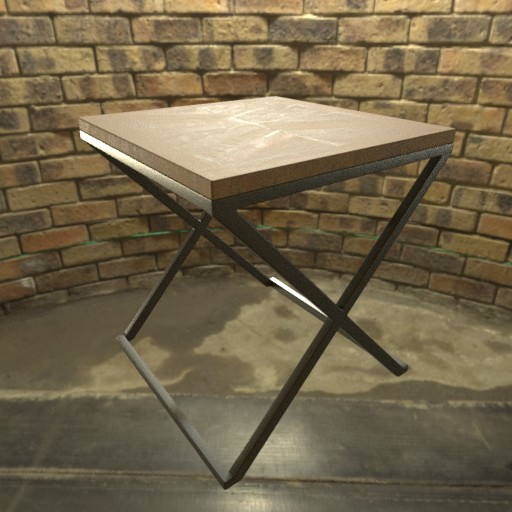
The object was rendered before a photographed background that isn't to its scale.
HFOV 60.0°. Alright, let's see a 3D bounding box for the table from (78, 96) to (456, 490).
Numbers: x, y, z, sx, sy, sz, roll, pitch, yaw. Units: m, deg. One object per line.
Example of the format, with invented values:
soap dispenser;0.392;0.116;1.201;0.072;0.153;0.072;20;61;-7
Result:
table;0.000;0.000;0.937;0.498;0.550;0.499;-19;33;-32
